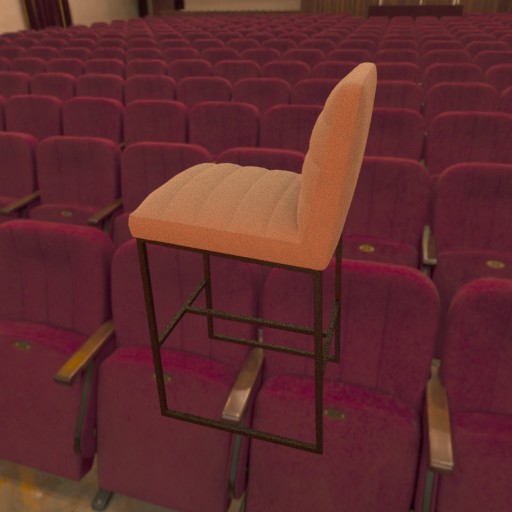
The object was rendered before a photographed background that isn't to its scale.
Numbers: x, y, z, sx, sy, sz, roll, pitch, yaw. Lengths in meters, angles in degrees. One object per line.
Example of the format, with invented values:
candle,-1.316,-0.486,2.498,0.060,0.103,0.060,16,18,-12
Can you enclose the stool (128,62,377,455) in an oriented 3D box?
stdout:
stool,0.000,0.000,1.340,0.573,1.061,0.464,8,29,14
